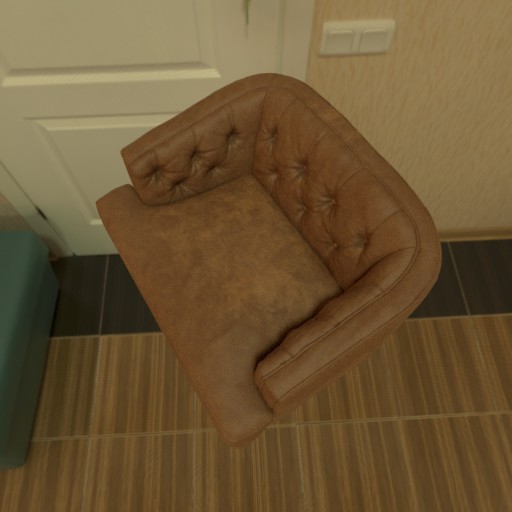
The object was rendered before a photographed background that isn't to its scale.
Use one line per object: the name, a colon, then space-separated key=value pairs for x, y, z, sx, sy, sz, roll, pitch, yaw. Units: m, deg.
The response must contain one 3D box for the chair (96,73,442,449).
chair: x=0.000 y=0.000 z=1.758 sx=0.911 sy=0.836 sz=1.119 roll=-29 pitch=66 yaw=-14
